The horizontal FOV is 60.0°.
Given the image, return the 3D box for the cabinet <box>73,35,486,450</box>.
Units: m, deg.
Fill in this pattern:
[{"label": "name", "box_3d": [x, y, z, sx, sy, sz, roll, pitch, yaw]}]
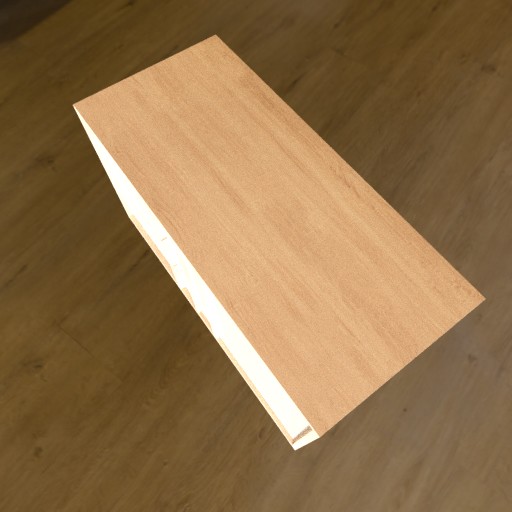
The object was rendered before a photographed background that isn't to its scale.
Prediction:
[{"label": "cabinet", "box_3d": [0.000, 0.000, 1.504, 0.500, 0.780, 1.110, -34, 69, -15]}]
